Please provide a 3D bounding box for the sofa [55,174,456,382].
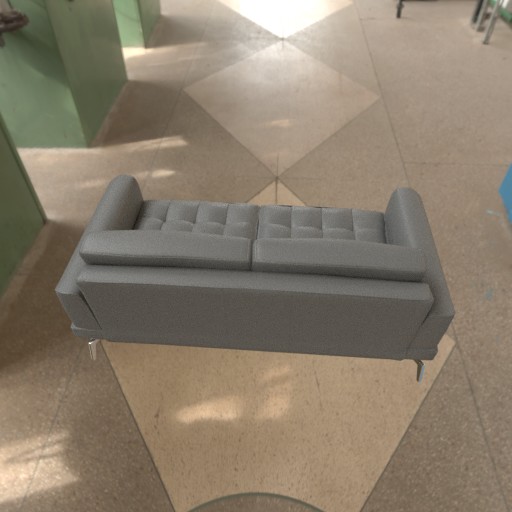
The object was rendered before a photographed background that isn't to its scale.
[{"bbox_3d":[0.000,0.000,2.797,2.177,0.930,1.121,3,46,3],"label":"sofa"}]
